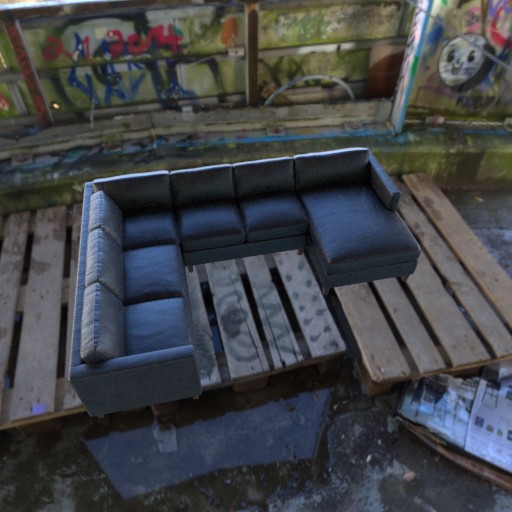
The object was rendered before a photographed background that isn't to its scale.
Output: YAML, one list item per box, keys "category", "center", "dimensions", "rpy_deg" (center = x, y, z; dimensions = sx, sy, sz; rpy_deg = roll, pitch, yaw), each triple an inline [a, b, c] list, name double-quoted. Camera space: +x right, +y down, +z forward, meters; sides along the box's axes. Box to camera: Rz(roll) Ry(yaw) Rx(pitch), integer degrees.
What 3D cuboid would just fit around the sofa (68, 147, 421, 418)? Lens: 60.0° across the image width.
- category: "sofa"
  center: [0.000, 0.000, 4.493]
  dimensions: [3.324, 0.891, 2.452]
  rpy_deg: [-9, 46, -9]
